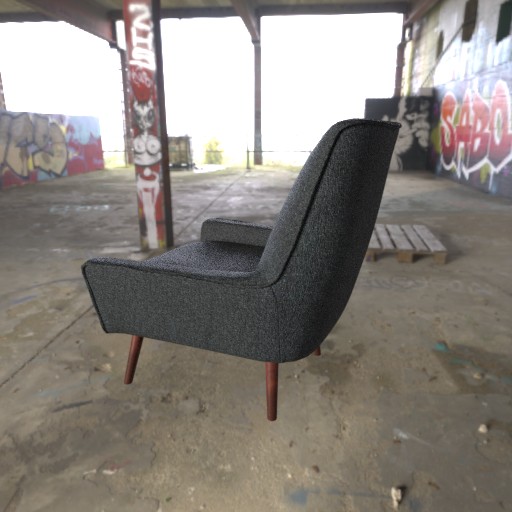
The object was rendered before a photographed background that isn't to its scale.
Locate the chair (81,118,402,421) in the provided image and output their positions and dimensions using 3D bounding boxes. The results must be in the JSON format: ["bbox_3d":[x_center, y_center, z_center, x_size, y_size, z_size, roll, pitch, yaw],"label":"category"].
[{"bbox_3d":[0.000,0.000,1.500,0.859,0.883,0.763,8,18,24],"label":"chair"}]
